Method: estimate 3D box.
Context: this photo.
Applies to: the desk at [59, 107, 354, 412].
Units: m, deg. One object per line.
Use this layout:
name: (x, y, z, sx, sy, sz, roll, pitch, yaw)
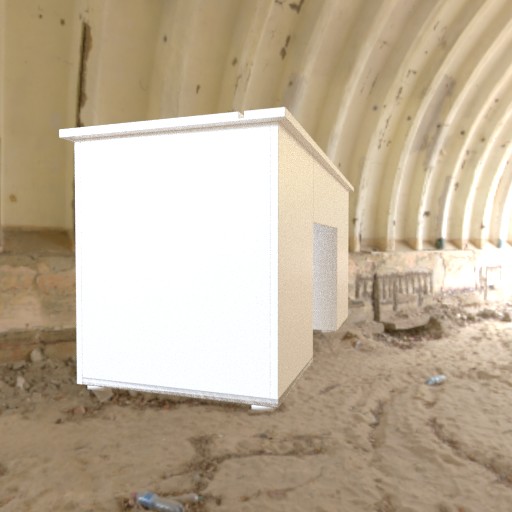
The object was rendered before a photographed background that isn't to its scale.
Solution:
desk: (0.000, 0.000, 1.928, 0.670, 0.760, 1.580, 0, 2, 18)
